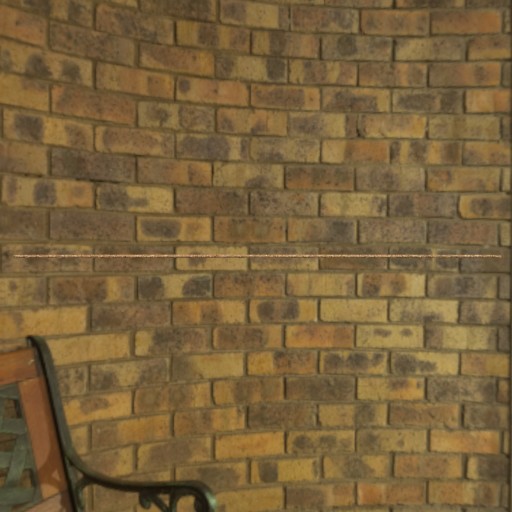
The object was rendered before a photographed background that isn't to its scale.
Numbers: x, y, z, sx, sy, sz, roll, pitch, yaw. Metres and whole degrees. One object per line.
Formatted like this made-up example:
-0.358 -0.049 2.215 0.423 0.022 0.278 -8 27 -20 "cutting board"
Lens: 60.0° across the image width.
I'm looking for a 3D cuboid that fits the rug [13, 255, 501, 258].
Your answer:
0.000 0.000 2.680 2.141 0.013 1.566 0 0 0 "rug"
